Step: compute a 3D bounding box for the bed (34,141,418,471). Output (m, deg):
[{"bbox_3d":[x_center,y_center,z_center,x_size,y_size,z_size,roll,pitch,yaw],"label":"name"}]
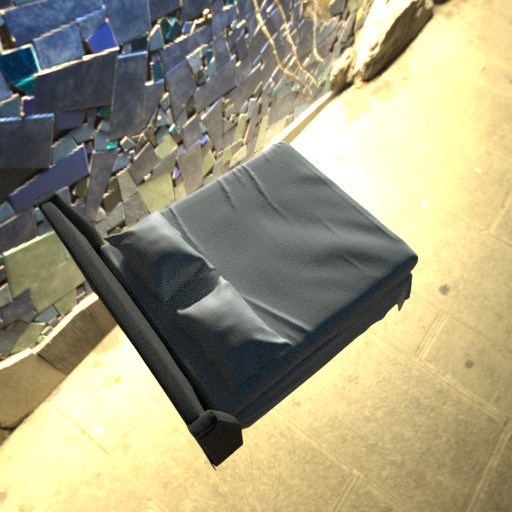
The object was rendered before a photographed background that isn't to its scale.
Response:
[{"bbox_3d":[0.000,0.000,3.444,2.276,1.332,1.925,-34,64,-19],"label":"bed"}]
